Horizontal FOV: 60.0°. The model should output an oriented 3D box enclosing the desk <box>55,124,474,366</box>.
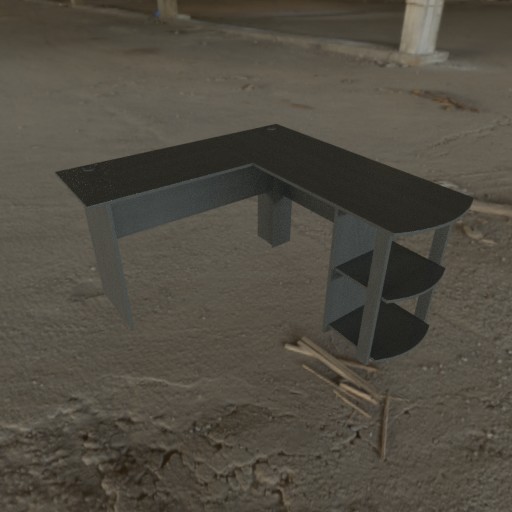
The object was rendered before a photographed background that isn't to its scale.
[{"bbox_3d":[0.000,0.000,2.096,1.303,0.716,1.361,-22,38,-30],"label":"desk"}]
